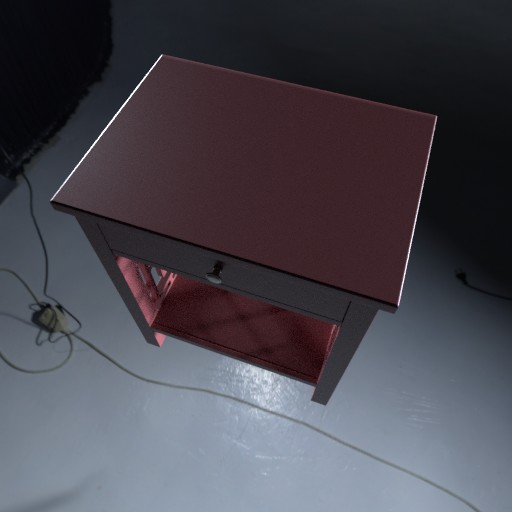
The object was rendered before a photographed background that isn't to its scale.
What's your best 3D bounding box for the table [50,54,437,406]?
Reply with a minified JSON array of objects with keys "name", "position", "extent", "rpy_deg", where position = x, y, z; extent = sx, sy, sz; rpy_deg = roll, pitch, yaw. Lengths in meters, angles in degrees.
[{"name":"table","position":[0.000,0.000,1.106],"extent":[0.599,0.686,0.451],"rpy_deg":[17,60,10]}]
